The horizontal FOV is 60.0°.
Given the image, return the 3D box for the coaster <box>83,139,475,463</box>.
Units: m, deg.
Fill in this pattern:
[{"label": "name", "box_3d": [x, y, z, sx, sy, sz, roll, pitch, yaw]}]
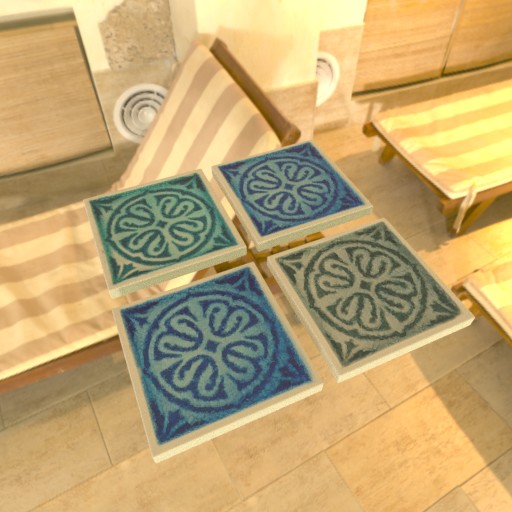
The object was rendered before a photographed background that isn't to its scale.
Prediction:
[{"label": "coaster", "box_3d": [0.000, 0.000, 0.328, 0.214, 0.010, 0.219, -18, 51, -15]}]
